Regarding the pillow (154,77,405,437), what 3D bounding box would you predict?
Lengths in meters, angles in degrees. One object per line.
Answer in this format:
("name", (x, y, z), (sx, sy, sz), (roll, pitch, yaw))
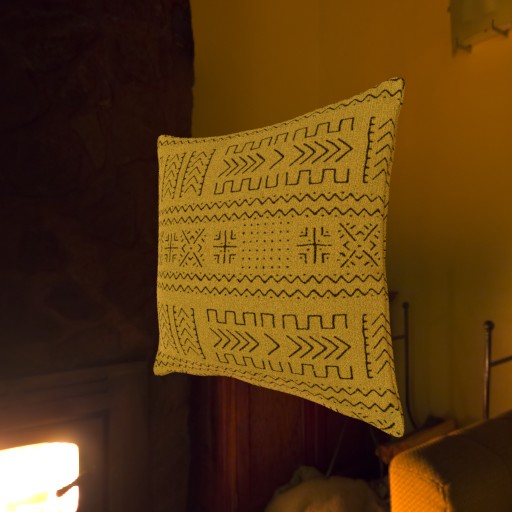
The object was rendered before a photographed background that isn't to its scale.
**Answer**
("pillow", (0.000, 0.000, 0.655), (0.438, 0.430, 0.164), (0, 0, 36))
